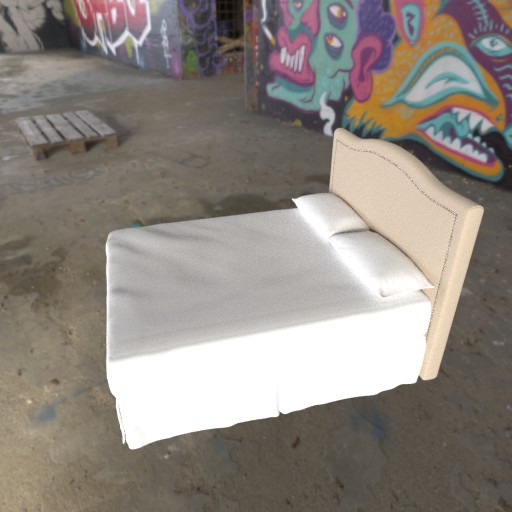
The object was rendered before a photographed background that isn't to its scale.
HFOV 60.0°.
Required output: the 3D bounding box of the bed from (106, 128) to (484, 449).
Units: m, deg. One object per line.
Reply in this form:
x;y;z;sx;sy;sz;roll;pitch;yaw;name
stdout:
0.000;0.000;3.214;2.143;1.460;1.753;-8;31;-14;bed
